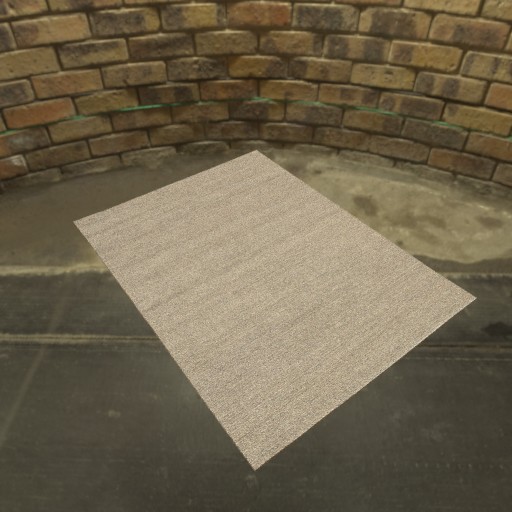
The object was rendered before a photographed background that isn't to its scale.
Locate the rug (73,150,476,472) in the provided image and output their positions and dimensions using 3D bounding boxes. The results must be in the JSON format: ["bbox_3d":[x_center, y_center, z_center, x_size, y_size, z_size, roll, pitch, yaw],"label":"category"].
[{"bbox_3d":[0.000,0.000,4.835,2.757,0.051,3.626,-27,49,-26],"label":"rug"}]
